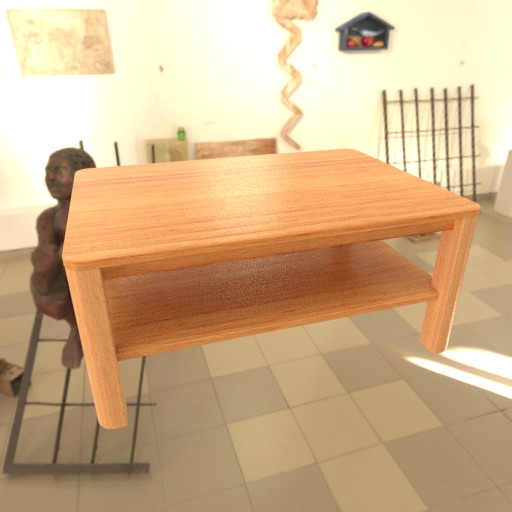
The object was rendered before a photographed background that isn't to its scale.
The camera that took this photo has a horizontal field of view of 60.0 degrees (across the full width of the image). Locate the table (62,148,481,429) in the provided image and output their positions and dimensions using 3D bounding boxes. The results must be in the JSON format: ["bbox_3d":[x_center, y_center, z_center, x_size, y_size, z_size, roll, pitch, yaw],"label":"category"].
[{"bbox_3d":[0.000,0.000,1.366,0.997,0.445,0.696,-8,28,-16],"label":"table"}]
